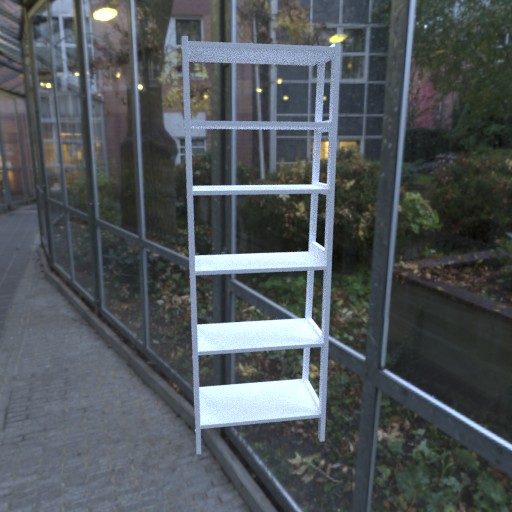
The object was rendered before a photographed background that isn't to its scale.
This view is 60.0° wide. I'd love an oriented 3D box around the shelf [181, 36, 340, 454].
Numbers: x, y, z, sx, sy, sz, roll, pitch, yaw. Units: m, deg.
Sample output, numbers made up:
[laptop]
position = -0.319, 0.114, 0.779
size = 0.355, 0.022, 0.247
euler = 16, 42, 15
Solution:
[shelf]
position = 0.000, 0.000, 2.196
size = 0.660, 1.892, 0.381
euler = -2, 13, -9
